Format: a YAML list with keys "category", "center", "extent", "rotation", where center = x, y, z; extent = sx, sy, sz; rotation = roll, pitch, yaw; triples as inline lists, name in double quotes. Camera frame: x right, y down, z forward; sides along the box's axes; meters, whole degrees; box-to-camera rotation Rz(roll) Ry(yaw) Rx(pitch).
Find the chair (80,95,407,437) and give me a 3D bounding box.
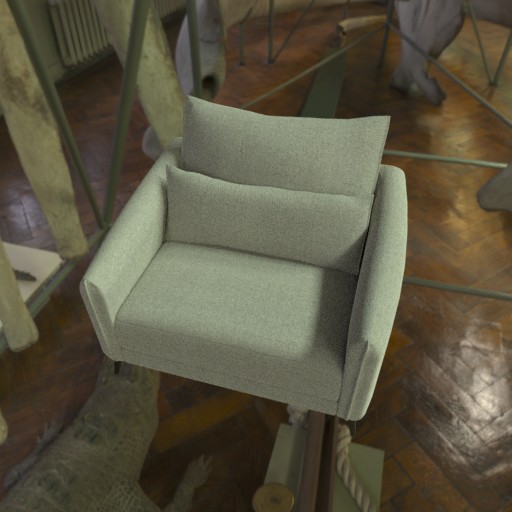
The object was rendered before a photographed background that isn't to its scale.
- category: "chair"
  center: [0.000, 0.000, 1.622]
  extent: [1.029, 0.856, 0.801]
  rotation: [11, 43, 12]
